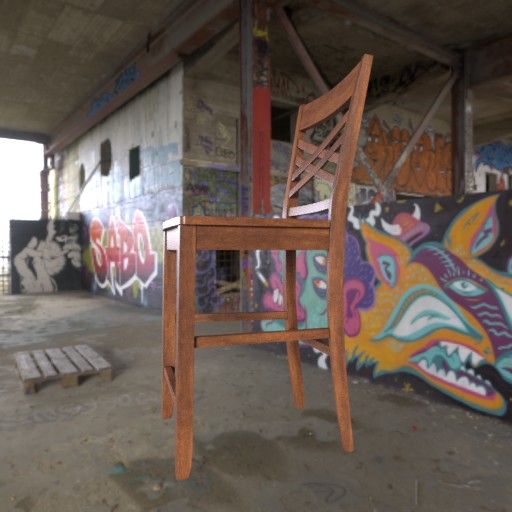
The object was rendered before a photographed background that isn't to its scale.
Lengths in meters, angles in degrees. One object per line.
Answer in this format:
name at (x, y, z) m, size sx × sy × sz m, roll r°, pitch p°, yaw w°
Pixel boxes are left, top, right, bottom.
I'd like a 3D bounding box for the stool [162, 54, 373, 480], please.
stool at (0.000, 0.000, 1.332) m, size 0.539 × 1.079 × 0.462 m, roll 0°, pitch 1°, yaw -17°
